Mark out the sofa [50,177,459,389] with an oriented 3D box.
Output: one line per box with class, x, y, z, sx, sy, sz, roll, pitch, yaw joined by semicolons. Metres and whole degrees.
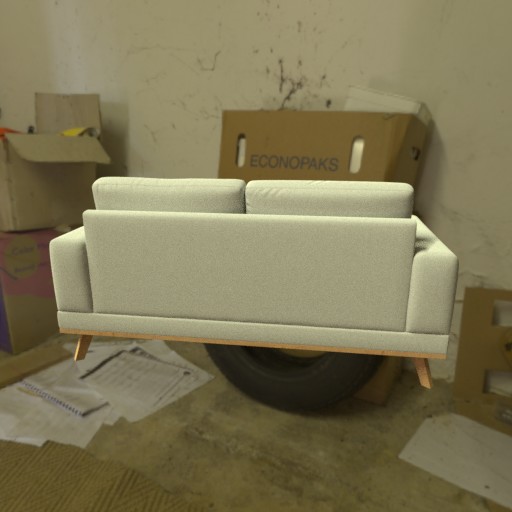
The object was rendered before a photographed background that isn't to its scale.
sofa;0.000;0.000;2.160;1.651;0.810;0.915;2;17;8
